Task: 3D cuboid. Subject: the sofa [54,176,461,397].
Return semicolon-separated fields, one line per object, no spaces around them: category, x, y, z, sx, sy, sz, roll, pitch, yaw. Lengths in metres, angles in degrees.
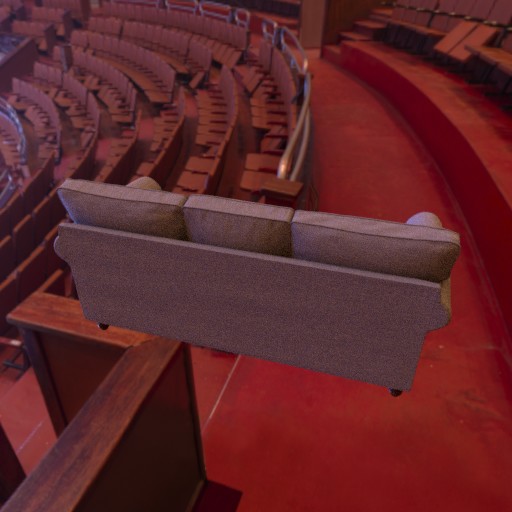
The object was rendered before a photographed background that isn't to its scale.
sofa;0.000;0.000;2.625;2.084;0.961;0.916;9;33;15
